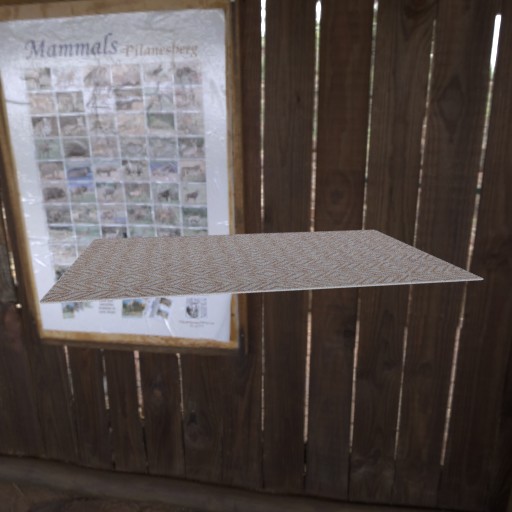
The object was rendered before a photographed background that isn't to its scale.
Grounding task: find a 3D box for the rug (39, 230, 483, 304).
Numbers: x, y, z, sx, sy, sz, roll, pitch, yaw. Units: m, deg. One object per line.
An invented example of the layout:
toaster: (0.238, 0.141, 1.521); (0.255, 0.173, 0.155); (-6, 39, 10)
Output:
rug: (0.000, 0.000, 3.105); (2.438, 0.008, 1.523); (-2, 15, -9)
